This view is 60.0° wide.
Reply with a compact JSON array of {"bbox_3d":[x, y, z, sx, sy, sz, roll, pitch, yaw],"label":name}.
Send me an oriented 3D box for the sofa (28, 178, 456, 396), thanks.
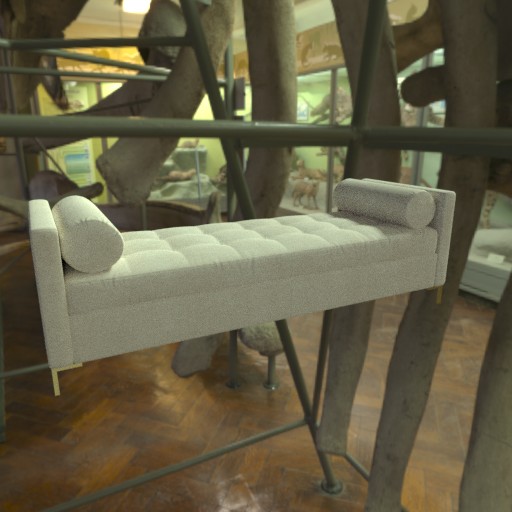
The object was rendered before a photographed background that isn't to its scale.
[{"bbox_3d":[0.000,0.000,2.228,1.981,0.635,0.686,-8,18,-26],"label":"sofa"}]
